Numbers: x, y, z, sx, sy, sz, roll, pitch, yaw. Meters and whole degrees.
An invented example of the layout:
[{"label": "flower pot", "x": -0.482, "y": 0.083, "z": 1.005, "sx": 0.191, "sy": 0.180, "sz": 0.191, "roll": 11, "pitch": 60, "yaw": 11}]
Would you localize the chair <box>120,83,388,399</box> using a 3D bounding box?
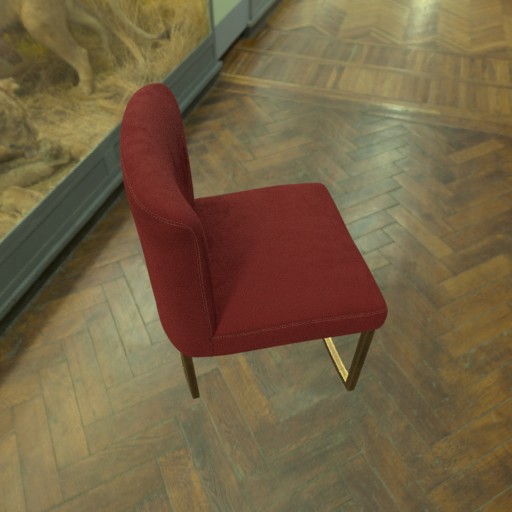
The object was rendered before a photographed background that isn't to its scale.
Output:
[{"label": "chair", "x": 0.000, "y": 0.000, "z": 1.200, "sx": 0.560, "sy": 0.824, "sz": 0.530, "roll": -9, "pitch": 48, "yaw": -8}]
